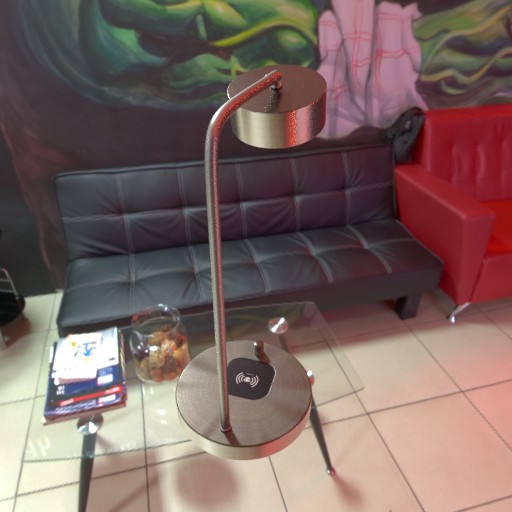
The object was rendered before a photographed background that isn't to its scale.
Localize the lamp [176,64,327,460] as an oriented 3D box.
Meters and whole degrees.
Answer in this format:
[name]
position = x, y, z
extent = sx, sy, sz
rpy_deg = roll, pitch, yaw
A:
[lamp]
position = 0.000, 0.000, 0.633
extent = 0.211, 0.469, 0.334
rpy_deg = 10, 33, 15
